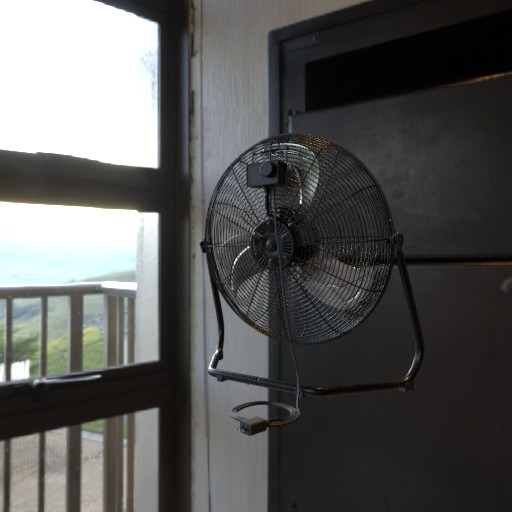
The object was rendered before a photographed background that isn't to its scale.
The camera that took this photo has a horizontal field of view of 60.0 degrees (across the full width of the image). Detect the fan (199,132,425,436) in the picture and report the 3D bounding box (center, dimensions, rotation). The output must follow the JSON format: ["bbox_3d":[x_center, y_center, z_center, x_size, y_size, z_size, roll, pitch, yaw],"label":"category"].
[{"bbox_3d":[0.000,0.000,0.908,0.555,0.546,0.424,-1,-1,36],"label":"fan"}]
